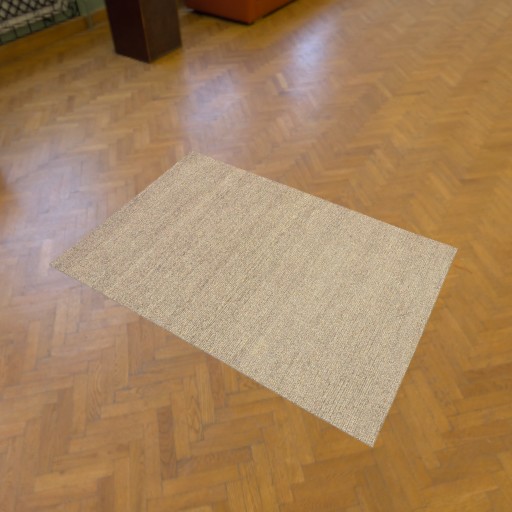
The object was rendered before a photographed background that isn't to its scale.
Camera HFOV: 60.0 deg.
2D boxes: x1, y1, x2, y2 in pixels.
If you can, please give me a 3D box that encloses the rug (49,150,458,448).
[{"bbox_3d":[0.000,0.000,3.055,2.342,0.030,1.609,24,51,21],"label":"rug"}]
